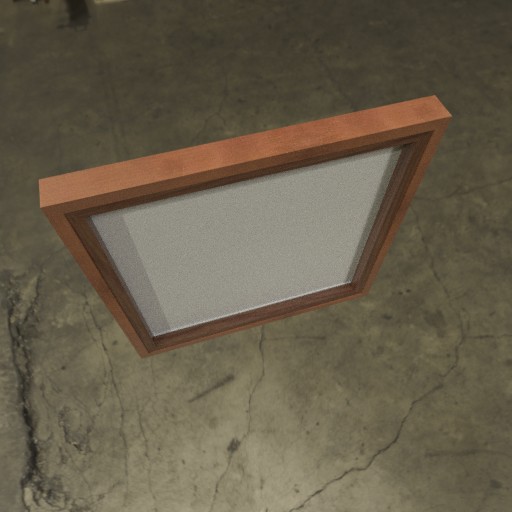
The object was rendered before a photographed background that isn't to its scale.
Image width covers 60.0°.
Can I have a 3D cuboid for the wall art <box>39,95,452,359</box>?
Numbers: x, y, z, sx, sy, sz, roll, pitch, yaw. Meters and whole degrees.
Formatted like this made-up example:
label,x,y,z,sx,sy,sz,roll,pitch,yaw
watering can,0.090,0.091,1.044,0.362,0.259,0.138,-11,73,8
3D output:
label,x,y,z,sx,sy,sz,roll,pitch,yaw
wall art,0.000,0.000,0.597,0.403,0.403,0.035,-14,59,-9
